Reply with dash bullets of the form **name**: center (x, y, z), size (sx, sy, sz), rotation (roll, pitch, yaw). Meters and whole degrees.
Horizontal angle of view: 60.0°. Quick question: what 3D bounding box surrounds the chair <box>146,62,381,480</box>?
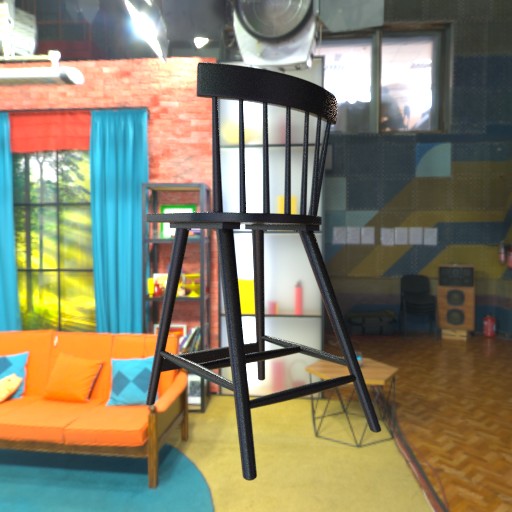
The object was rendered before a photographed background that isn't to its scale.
- **chair**: center (0.000, 0.000, 1.295), size (0.483, 0.952, 0.572), rotation (-1, 2, -35)
